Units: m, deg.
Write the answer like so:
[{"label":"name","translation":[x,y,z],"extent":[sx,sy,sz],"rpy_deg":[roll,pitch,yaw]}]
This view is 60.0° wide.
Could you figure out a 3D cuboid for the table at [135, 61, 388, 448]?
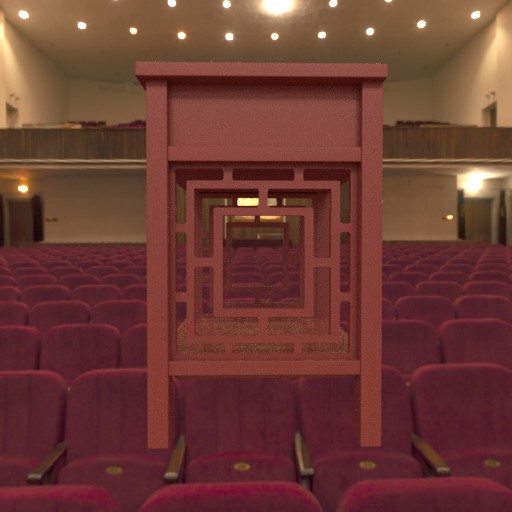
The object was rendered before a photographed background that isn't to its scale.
[{"label":"table","translation":[0.000,0.000,1.078],"extent":[0.451,0.686,0.599],"rpy_deg":[0,1,-1]}]
